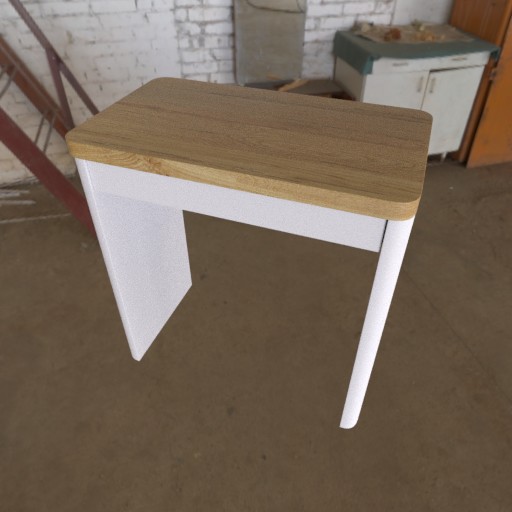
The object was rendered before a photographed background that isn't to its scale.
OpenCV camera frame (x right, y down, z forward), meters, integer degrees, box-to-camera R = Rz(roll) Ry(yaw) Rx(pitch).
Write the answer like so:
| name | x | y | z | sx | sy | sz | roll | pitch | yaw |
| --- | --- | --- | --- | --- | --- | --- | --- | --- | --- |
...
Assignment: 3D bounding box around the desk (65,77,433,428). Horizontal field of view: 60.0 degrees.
| name | x | y | z | sx | sy | sz | roll | pitch | yaw |
| --- | --- | --- | --- | --- | --- | --- | --- | --- | --- |
| desk | 0.000 | 0.000 | 1.273 | 0.760 | 0.790 | 0.440 | 13 | 42 | 15 |
